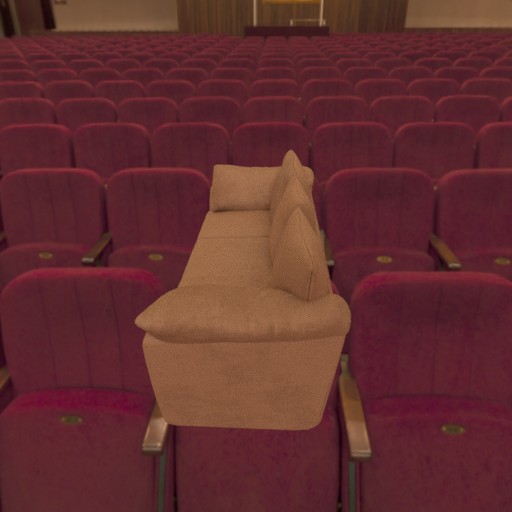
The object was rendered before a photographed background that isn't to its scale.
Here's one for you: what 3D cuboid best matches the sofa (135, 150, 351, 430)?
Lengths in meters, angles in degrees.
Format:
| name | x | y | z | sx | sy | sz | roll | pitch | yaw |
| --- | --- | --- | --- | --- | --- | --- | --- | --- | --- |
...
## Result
| name | x | y | z | sx | sy | sz | roll | pitch | yaw |
| --- | --- | --- | --- | --- | --- | --- | --- | --- | --- |
| sofa | 0.000 | 0.000 | 2.898 | 0.893 | 0.981 | 2.377 | 1 | 26 | 2 |
